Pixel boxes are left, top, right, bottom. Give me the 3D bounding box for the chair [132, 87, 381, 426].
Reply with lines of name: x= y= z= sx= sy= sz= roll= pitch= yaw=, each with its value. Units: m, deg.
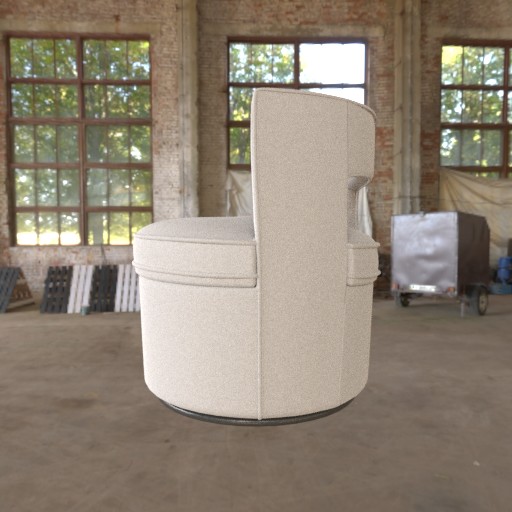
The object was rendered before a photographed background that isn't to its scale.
chair: x=0.000 y=0.000 z=1.224 sx=0.665 sy=0.723 sz=0.650 roll=1 pitch=3 yaw=17
